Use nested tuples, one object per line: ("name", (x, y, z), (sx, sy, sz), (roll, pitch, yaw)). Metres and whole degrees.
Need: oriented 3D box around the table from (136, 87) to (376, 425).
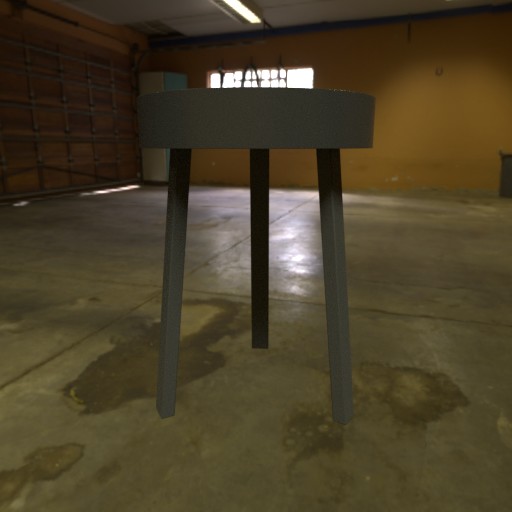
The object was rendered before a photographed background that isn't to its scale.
("table", (0.000, 0.000, 0.845), (0.406, 0.559, 0.406), (0, 14, 0))
